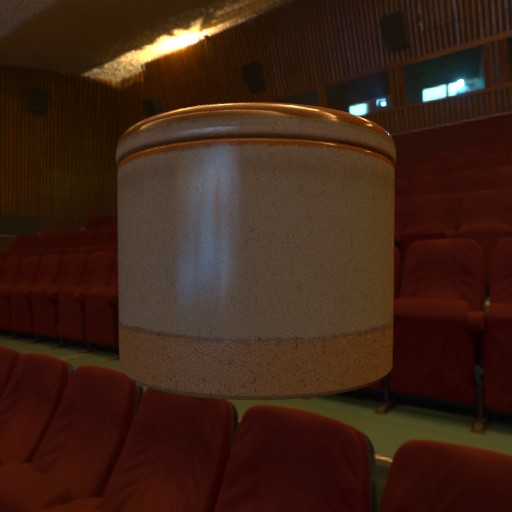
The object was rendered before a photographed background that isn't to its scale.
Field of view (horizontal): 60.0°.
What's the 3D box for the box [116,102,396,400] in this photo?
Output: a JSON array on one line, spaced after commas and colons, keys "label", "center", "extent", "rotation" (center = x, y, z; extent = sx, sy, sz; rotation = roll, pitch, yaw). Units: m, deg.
[{"label": "box", "center": [0.000, 0.000, 0.203], "extent": [0.123, 0.100, 0.123], "rotation": [0, -1, 0]}]
